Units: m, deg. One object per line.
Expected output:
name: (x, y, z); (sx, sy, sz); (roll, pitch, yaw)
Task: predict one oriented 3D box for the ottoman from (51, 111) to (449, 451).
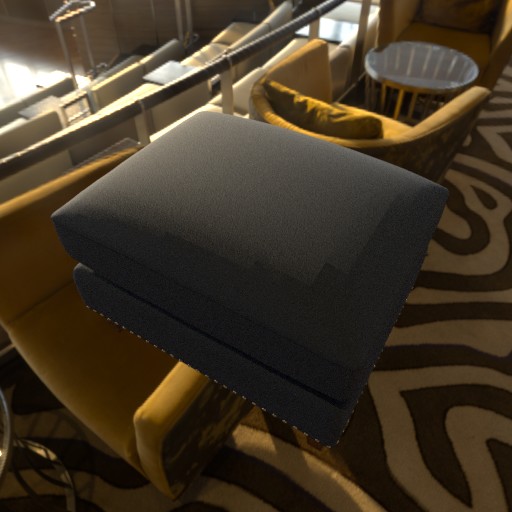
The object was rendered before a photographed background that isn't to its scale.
ottoman: (0.000, 0.000, 1.134); (0.741, 0.513, 0.584); (24, 50, 21)
